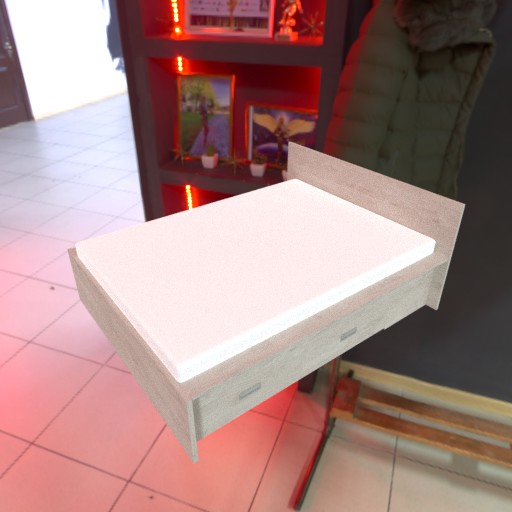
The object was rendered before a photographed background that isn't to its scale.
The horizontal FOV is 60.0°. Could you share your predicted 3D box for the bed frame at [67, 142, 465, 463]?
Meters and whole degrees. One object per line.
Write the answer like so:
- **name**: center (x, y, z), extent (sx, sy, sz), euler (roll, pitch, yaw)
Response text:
- **bed frame**: center (0.000, 0.000, 2.946), extent (1.960, 0.800, 1.622), euler (-21, 37, -31)
